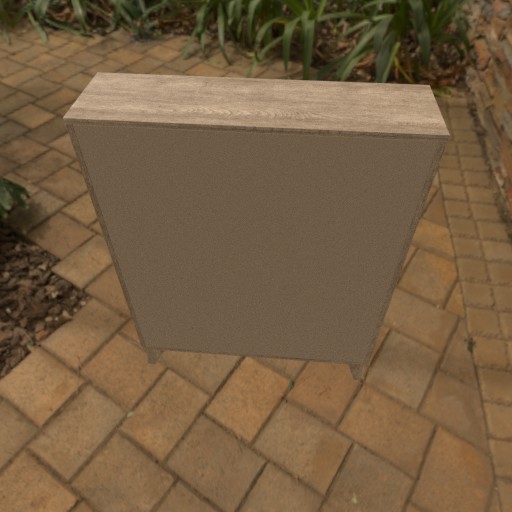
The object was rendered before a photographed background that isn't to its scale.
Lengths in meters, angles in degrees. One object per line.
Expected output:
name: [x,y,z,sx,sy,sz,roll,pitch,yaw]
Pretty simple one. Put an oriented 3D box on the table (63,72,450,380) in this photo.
table: [0.000,0.000,1.527,0.902,1.135,0.256,4,46,3]
